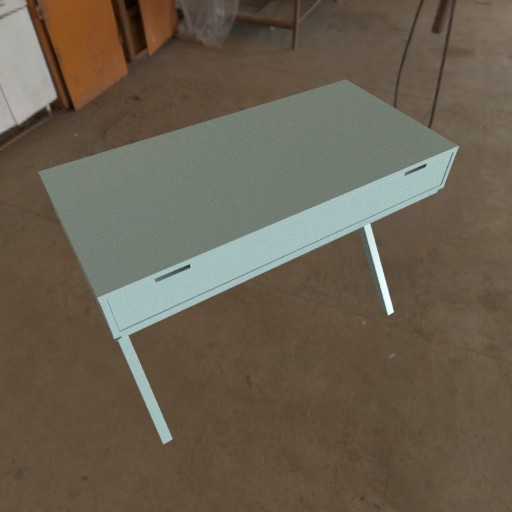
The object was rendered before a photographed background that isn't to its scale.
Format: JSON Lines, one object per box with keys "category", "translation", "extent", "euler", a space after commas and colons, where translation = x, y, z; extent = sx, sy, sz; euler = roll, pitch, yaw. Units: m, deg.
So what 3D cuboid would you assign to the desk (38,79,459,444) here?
{"category": "desk", "translation": [0.000, 0.000, 1.509], "extent": [1.059, 0.780, 0.509], "euler": [-24, 51, -21]}
